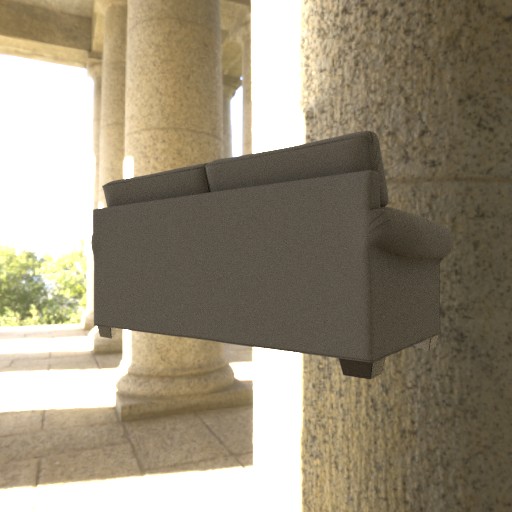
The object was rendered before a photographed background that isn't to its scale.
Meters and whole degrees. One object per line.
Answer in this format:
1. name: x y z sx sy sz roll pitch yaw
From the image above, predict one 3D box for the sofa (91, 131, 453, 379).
1. sofa: 0.000 0.000 2.476 1.930 0.952 0.940 -1 -2 37
